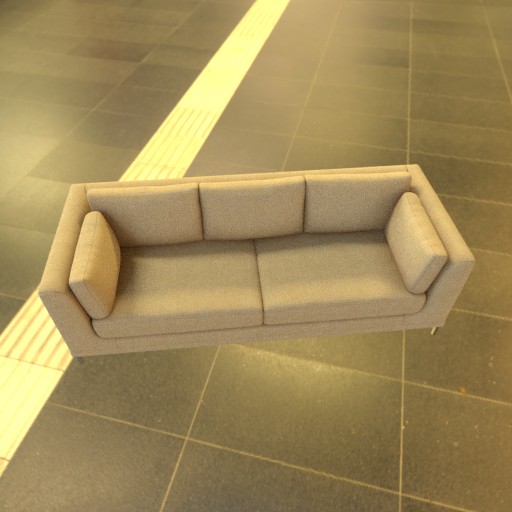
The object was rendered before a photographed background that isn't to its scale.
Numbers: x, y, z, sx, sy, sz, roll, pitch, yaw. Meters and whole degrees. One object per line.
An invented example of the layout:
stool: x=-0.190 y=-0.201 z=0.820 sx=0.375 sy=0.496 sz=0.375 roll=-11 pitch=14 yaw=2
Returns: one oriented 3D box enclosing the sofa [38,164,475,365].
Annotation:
sofa: x=0.000 y=0.000 z=2.955 sx=2.415 sy=0.867 sz=0.969 roll=-4 pitch=46 yaw=-4
